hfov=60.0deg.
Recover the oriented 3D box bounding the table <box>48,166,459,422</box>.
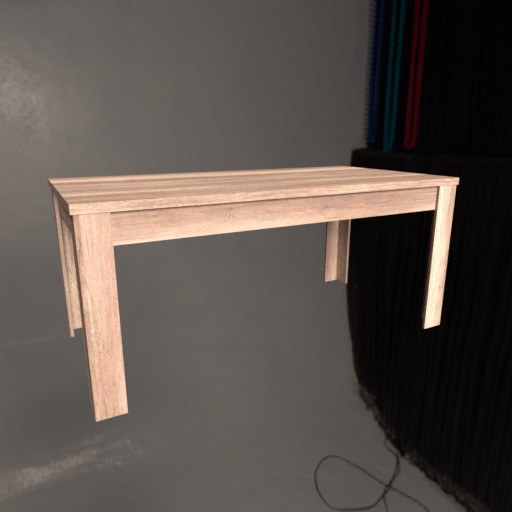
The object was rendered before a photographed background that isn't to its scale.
[{"bbox_3d":[0.000,0.000,2.273,1.800,0.790,0.900,-8,18,-27],"label":"table"}]
